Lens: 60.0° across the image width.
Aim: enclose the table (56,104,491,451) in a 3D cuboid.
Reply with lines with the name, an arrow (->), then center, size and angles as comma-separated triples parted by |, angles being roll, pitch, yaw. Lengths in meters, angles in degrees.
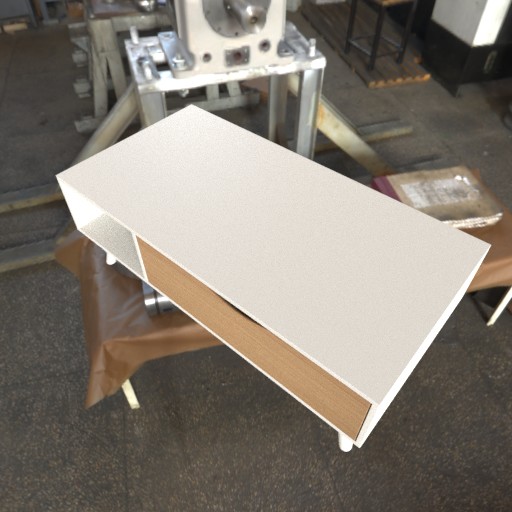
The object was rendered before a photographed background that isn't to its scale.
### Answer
table -> 0.000, 0.000, 1.491 | 1.194, 0.432, 0.609 | 32, 55, 26
